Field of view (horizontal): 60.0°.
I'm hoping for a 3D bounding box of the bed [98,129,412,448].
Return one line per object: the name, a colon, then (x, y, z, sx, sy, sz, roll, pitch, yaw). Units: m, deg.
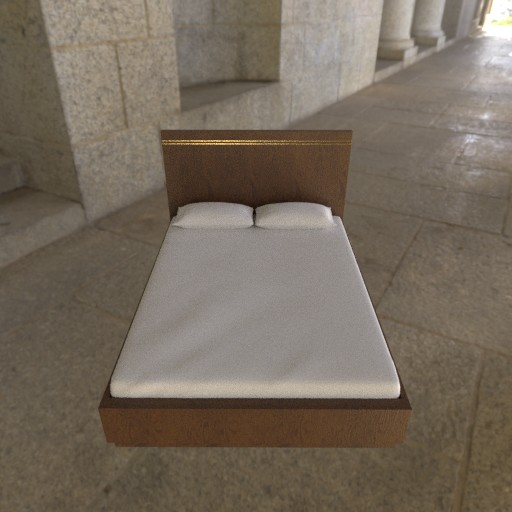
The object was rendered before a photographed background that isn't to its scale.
bed: (0.000, 0.000, 3.097, 1.613, 1.169, 2.221, 0, 31, 0)
